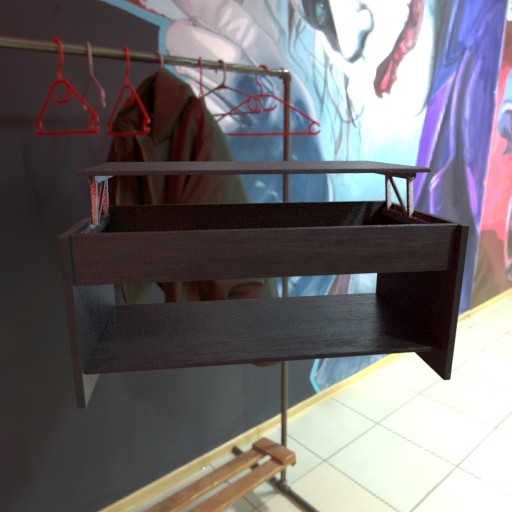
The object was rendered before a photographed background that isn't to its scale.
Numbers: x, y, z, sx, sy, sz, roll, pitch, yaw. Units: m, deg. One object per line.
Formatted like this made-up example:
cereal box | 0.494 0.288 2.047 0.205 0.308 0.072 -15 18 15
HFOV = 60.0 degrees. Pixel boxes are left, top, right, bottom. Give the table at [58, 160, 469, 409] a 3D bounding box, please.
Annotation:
table | 0.000 0.000 1.440 1.000 0.570 0.712 -2 15 -8
